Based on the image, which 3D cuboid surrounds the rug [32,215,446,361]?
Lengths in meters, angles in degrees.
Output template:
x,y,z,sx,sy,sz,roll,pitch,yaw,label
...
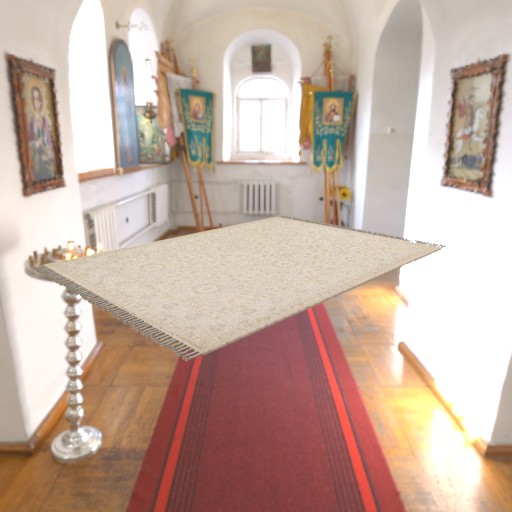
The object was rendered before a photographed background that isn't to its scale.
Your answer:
x,y,z,sx,sy,sz,roll,pitch,yaw,label
0.000,0.000,2.276,1.771,0.015,1.223,-16,23,-43,rug
